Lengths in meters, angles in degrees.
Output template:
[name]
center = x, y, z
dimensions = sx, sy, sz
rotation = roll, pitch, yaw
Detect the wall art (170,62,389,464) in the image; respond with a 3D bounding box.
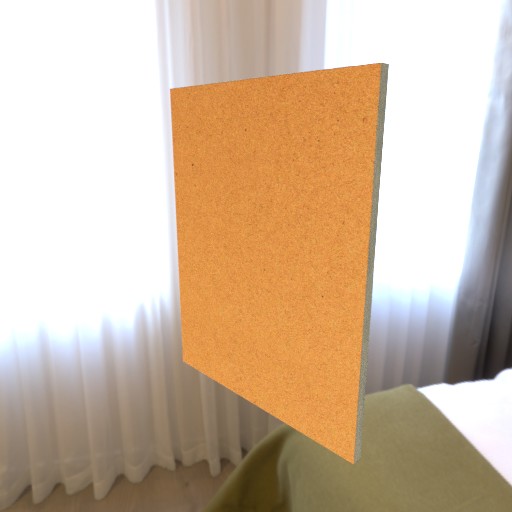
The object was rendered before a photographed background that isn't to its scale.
[wall art]
center = 0.000, 0.000, 0.821
dimensions = 0.020, 0.613, 0.481
rotation = -14, 21, -42
